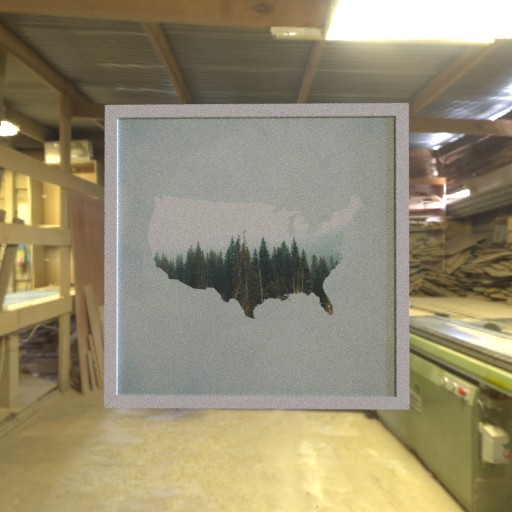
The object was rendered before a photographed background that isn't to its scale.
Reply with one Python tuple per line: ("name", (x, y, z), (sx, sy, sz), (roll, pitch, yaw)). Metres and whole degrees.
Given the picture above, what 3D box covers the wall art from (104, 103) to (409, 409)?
("wall art", (0.000, 0.000, 0.760), (0.509, 0.509, 0.040), (0, 0, 1))
